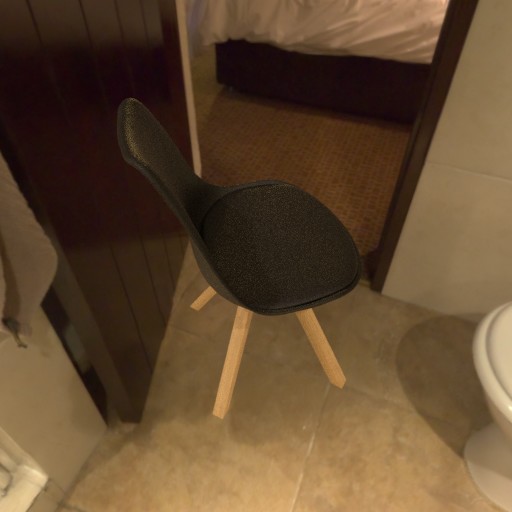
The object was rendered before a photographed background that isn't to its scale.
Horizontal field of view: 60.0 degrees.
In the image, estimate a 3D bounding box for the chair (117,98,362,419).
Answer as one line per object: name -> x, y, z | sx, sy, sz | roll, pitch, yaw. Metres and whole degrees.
chair -> 0.000, 0.000, 1.194 | 0.549, 0.850, 0.485 | -11, 47, -10
